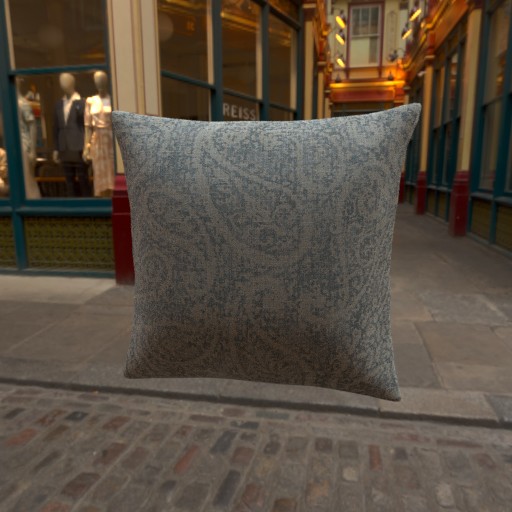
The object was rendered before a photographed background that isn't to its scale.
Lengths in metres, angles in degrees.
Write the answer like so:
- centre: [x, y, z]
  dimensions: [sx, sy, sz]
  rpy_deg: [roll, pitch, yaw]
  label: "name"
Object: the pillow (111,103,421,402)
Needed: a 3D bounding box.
- centre: [0.000, 0.000, 0.786]
  dimensions: [0.526, 0.507, 0.166]
  rpy_deg: [2, 12, 10]
  label: "pillow"
